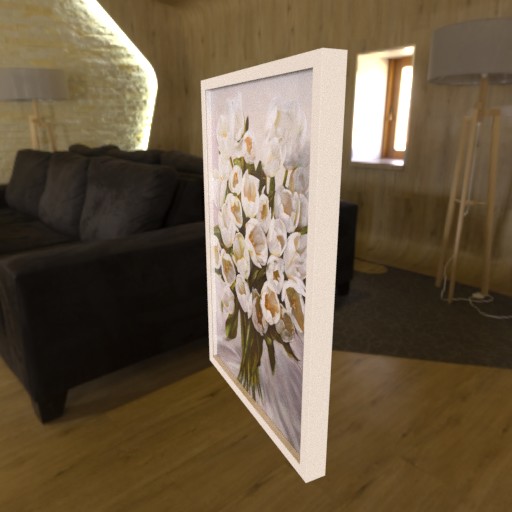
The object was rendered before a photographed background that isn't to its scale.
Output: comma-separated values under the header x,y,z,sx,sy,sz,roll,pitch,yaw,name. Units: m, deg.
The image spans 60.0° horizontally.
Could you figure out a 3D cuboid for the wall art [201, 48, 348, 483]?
x,y,z,sx,sy,sz,roll,pitch,yaw,name
0.000,0.000,0.841,0.038,0.657,0.450,-8,18,-25,wall art
